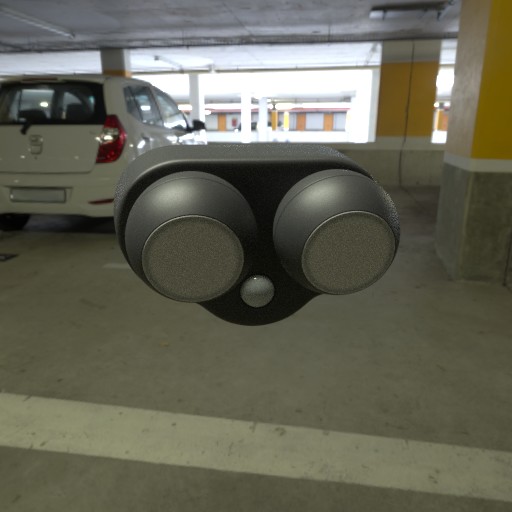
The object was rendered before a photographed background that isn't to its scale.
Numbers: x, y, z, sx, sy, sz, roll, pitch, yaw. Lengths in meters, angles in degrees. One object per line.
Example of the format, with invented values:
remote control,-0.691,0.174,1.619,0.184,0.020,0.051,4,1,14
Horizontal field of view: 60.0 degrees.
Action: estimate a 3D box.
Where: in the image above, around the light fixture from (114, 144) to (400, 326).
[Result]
light fixture,0.000,0.000,0.337,0.229,0.159,0.159,-2,16,-8
